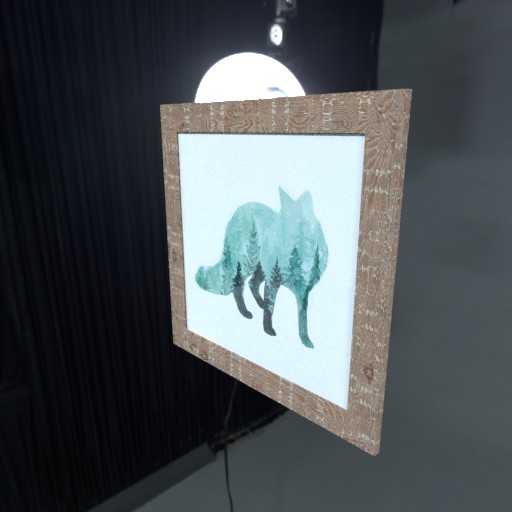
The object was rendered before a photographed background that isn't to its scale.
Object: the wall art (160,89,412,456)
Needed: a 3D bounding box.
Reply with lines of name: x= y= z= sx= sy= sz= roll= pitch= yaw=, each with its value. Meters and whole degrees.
wall art: x=0.000 y=0.000 z=0.575 sx=0.384 sy=0.384 sz=0.012 roll=15 pitch=22 yaw=43
